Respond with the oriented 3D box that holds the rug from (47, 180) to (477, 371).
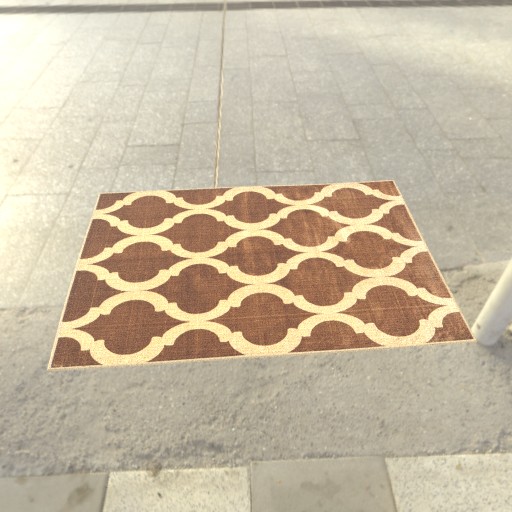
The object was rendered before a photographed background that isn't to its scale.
[{"bbox_3d":[0.000,0.000,2.874,2.290,0.014,1.526,-3,45,-3],"label":"rug"}]
